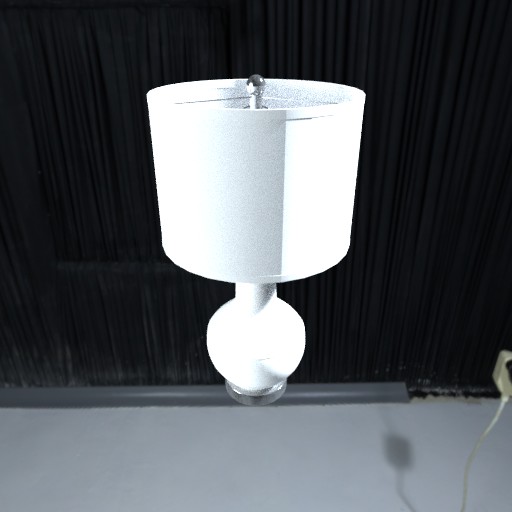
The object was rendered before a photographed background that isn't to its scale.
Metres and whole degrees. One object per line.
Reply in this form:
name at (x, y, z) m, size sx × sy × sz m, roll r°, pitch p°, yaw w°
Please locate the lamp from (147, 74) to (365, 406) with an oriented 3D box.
lamp at (0.000, 0.000, 0.884) m, size 0.357 × 0.673 × 0.357 m, roll 0°, pitch 28°, yaw 0°
